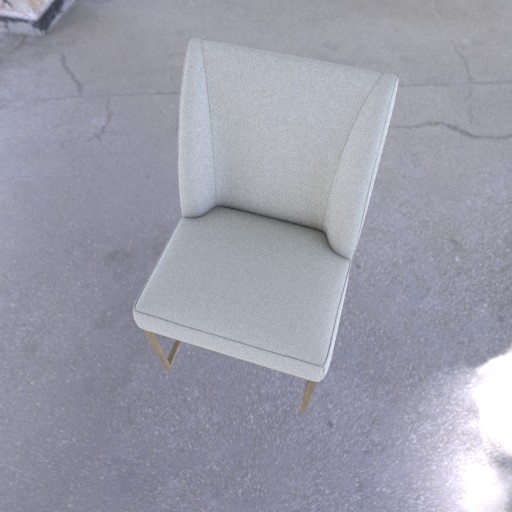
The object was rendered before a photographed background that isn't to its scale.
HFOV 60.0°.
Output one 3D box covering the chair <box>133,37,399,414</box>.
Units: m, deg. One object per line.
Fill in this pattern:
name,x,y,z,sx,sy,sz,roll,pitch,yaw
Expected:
chair,0.000,0.000,1.183,0.508,0.863,0.522,15,59,9
